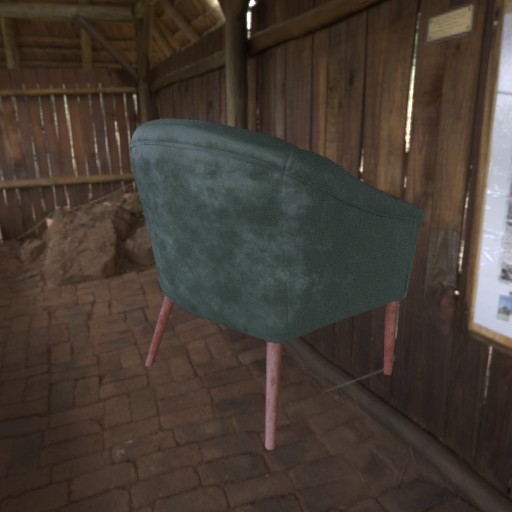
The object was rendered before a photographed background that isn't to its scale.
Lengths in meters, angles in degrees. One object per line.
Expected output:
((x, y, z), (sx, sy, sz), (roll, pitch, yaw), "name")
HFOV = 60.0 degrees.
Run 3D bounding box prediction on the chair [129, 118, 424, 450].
((0.000, 0.000, 1.519), (0.776, 0.885, 0.851), (-14, 21, -42), "chair")
